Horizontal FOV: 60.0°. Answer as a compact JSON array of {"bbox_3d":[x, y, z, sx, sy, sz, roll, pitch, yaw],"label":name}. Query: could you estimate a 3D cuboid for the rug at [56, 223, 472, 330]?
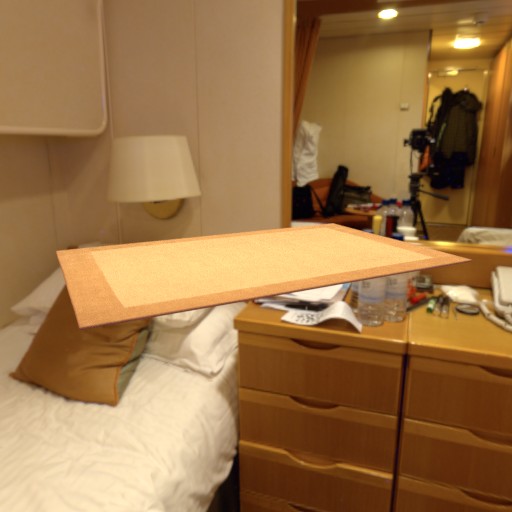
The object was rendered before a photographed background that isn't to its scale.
[{"bbox_3d":[0.000,0.000,3.048,2.438,0.014,1.524,-7,16,-26],"label":"rug"}]
